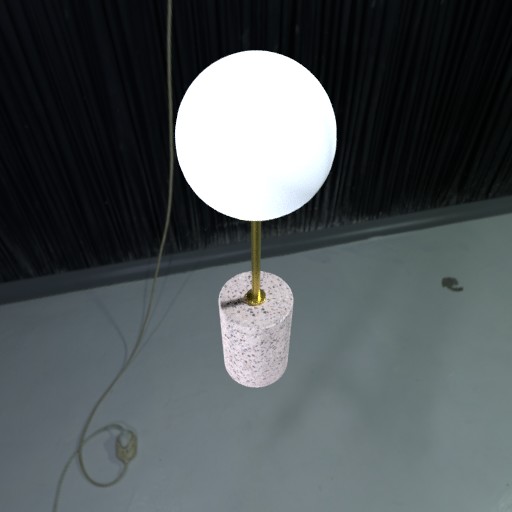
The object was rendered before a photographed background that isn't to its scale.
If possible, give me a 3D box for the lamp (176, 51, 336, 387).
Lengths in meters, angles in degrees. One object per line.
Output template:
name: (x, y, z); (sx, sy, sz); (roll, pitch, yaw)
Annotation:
lamp: (0.000, 0.000, 0.545); (0.153, 0.480, 0.153); (0, 46, 0)
